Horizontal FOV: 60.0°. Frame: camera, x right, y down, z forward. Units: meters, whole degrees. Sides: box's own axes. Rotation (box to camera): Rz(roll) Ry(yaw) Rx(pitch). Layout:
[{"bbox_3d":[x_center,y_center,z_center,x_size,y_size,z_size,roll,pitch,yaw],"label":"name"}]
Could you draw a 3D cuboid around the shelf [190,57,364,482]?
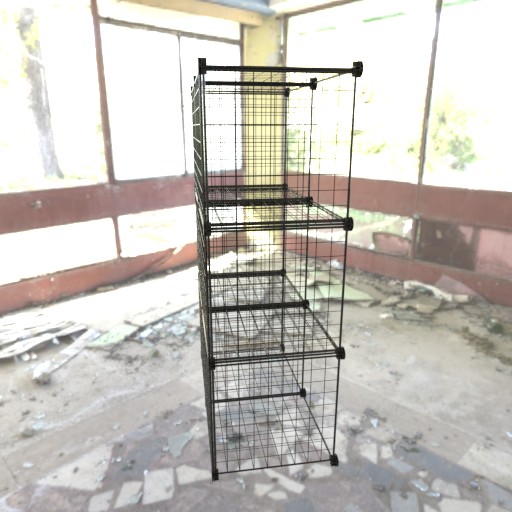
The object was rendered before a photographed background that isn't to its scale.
[{"bbox_3d":[0.000,0.000,1.412,0.356,1.067,0.711,-3,16,-9],"label":"shelf"}]
